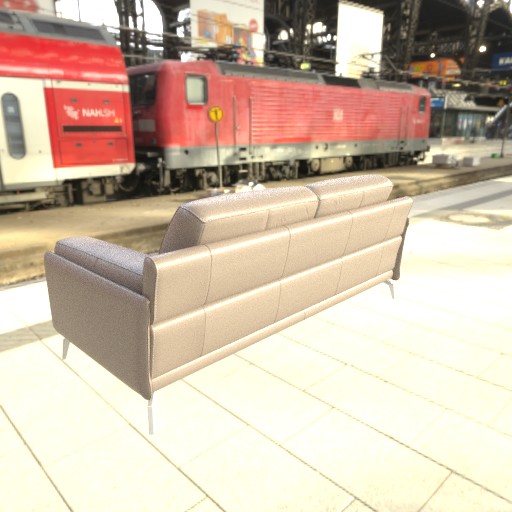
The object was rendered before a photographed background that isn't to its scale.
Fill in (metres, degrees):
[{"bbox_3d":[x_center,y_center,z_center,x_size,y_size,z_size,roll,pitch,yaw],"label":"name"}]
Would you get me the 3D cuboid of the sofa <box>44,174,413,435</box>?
[{"bbox_3d":[0.000,0.000,2.613,1.049,0.930,2.101,15,22,42],"label":"sofa"}]
